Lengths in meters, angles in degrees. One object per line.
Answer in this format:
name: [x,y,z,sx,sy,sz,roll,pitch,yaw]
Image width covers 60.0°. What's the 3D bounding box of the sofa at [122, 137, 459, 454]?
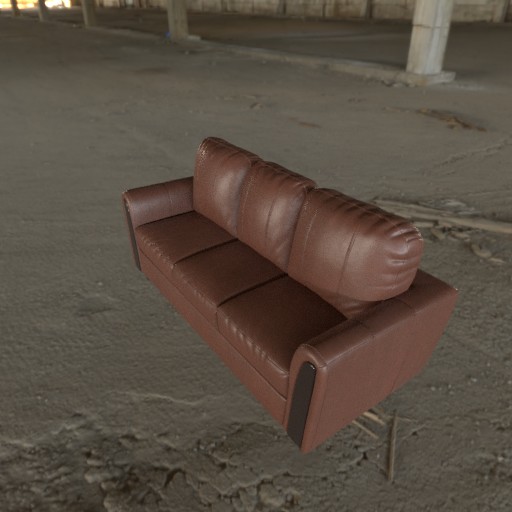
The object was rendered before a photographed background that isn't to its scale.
sofa: [0.000,0.000,2.374,0.802,0.915,1.862,-20,36,-30]
